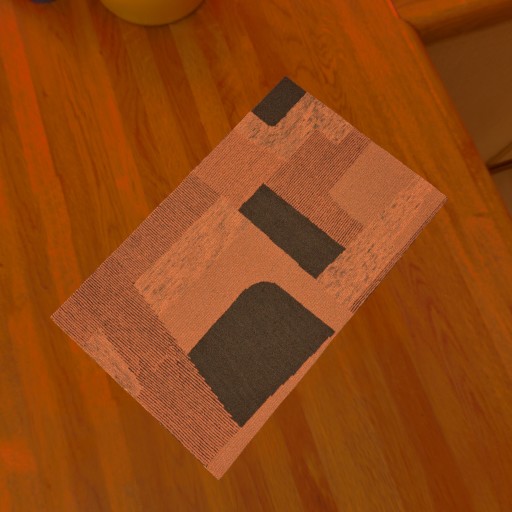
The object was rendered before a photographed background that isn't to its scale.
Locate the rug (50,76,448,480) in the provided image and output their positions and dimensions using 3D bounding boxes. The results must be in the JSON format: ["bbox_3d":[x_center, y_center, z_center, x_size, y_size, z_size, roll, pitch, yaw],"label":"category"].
[{"bbox_3d":[0.000,0.000,3.050,1.521,0.015,2.436,40,80,9],"label":"rug"}]
